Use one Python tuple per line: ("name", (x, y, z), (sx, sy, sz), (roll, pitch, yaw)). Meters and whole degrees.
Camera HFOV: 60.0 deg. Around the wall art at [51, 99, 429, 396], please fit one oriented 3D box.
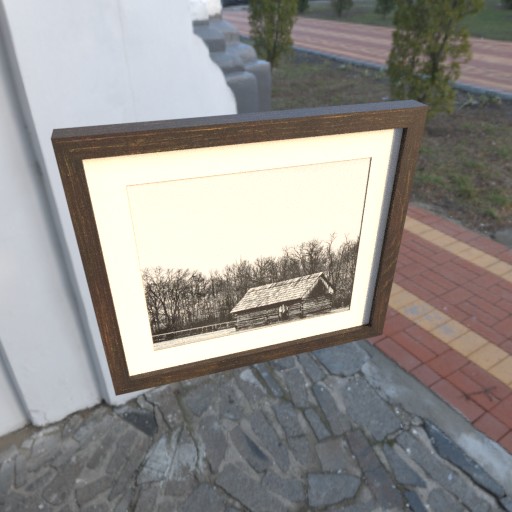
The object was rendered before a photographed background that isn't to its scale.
("wall art", (0.000, 0.000, 0.532), (0.381, 0.330, 0.031), (-9, 34, -14))
